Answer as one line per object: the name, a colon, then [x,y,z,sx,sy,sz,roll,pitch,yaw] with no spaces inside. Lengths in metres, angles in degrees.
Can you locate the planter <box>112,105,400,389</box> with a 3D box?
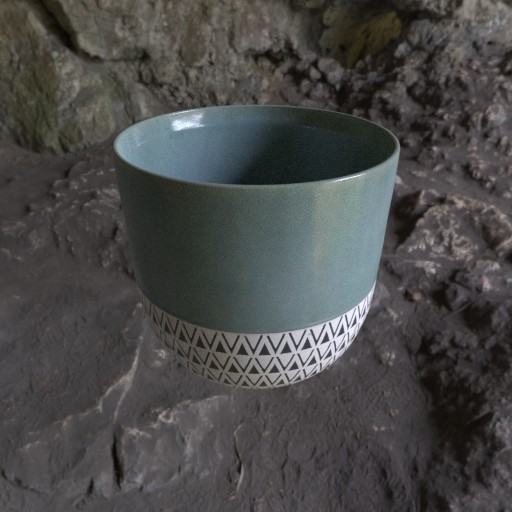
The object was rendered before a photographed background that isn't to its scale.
planter: [0.000,0.000,0.492,0.266,0.270,0.266,0,31,0]
